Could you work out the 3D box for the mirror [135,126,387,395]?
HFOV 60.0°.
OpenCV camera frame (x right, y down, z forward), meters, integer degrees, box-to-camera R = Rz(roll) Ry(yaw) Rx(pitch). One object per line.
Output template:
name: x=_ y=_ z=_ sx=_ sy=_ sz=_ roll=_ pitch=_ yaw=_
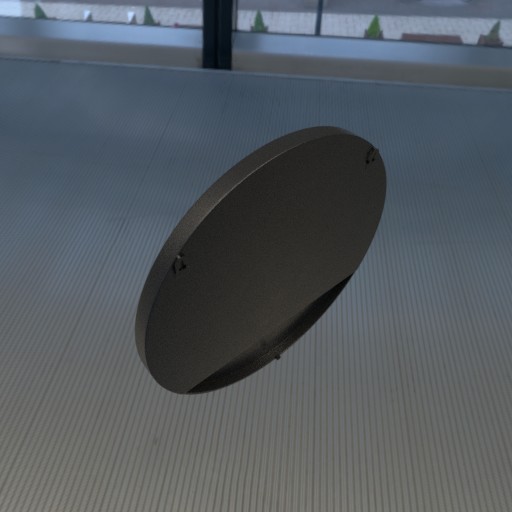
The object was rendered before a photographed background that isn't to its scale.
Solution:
mirror: x=0.000 y=0.000 z=0.693 sx=0.457 sy=0.457 sz=0.133 roll=-31 pitch=54 yaw=-26
